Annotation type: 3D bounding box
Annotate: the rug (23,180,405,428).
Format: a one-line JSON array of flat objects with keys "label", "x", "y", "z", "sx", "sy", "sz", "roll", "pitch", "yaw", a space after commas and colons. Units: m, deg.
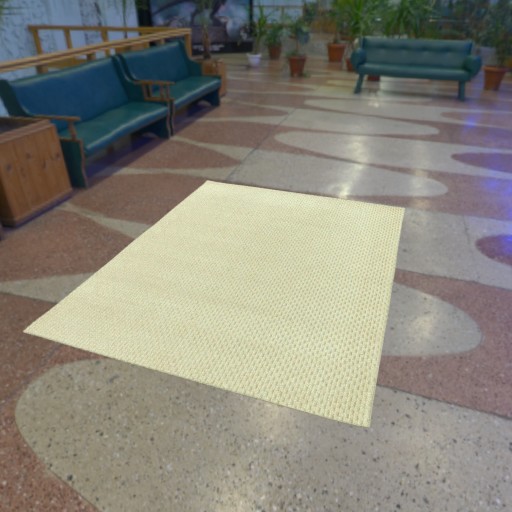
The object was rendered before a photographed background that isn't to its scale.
[{"label": "rug", "x": 0.000, "y": 0.000, "z": 3.788, "sx": 2.277, "sy": 0.035, "sz": 2.897, "roll": 10, "pitch": 33, "yaw": 17}]
